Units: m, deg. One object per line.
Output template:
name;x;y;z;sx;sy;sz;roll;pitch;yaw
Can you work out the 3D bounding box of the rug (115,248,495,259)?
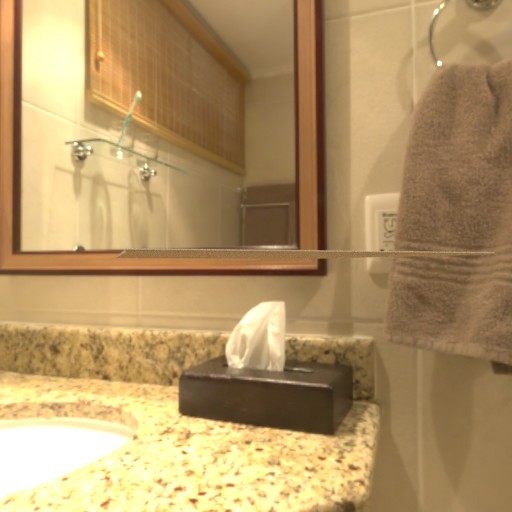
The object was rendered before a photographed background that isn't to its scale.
rug;0.000;0.000;3.943;2.353;0.014;2.945;0;-1;-19
